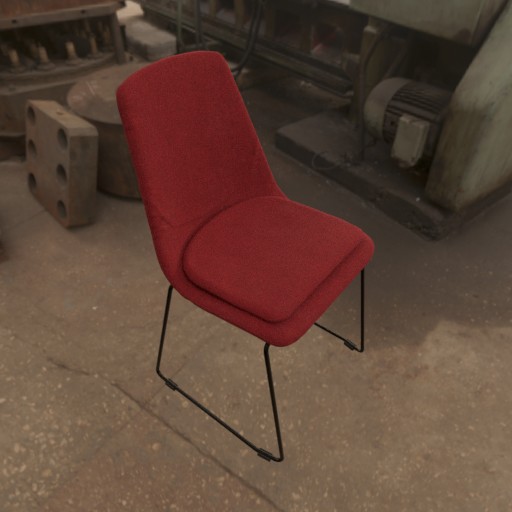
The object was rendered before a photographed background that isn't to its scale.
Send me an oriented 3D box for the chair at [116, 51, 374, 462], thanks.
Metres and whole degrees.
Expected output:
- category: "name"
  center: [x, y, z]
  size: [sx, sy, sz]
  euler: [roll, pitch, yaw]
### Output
- category: "chair"
  center: [0.000, 0.000, 1.116]
  size: [0.518, 0.858, 0.479]
  euler: [27, 48, 28]
